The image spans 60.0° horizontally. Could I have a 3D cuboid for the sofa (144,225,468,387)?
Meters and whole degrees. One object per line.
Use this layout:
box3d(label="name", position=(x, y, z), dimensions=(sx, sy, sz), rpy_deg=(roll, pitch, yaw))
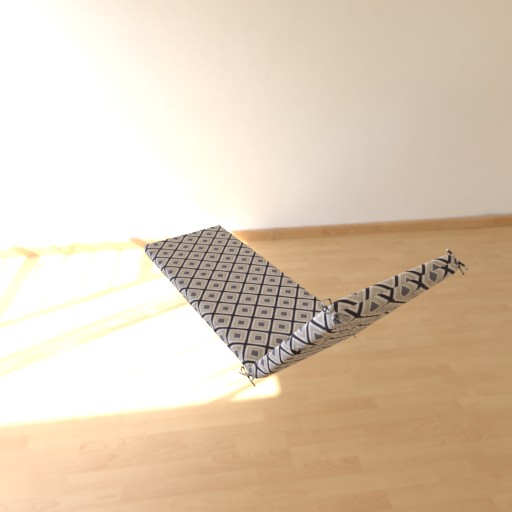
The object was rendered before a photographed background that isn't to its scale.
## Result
box3d(label="sofa", position=(0.000, 0.000, 2.012), dimensions=(0.582, 0.622, 1.663), rpy_deg=(-18, 34, -28))
